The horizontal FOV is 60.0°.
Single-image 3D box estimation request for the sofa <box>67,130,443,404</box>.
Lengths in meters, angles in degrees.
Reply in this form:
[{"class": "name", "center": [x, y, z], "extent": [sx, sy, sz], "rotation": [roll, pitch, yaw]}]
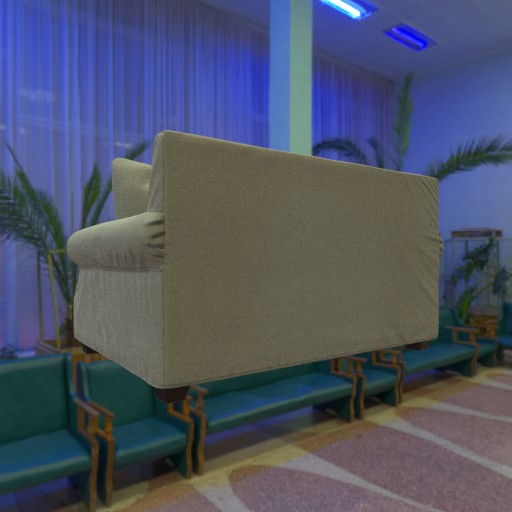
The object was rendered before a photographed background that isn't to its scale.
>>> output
[{"class": "sofa", "center": [0.000, 0.000, 2.127], "extent": [1.550, 0.905, 1.070], "rotation": [0, 0, -36]}]
